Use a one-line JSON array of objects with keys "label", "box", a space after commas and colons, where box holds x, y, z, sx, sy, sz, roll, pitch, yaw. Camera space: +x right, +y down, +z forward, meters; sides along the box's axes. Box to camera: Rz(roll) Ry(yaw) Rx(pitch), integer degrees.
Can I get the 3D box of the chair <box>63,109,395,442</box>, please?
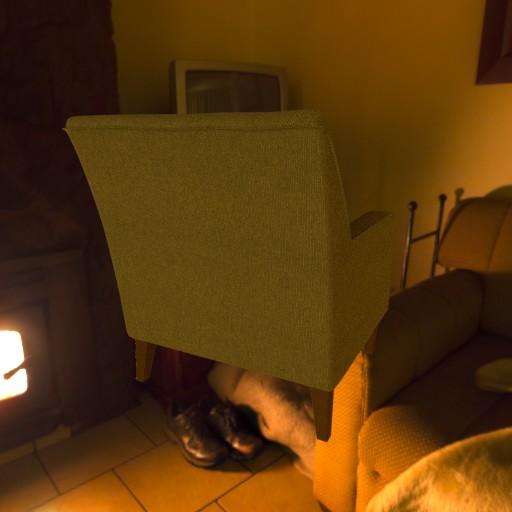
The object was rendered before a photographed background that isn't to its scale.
[{"label": "chair", "box": [0.000, 0.000, 1.549, 0.780, 0.919, 0.899, 8, 17, 27]}]
